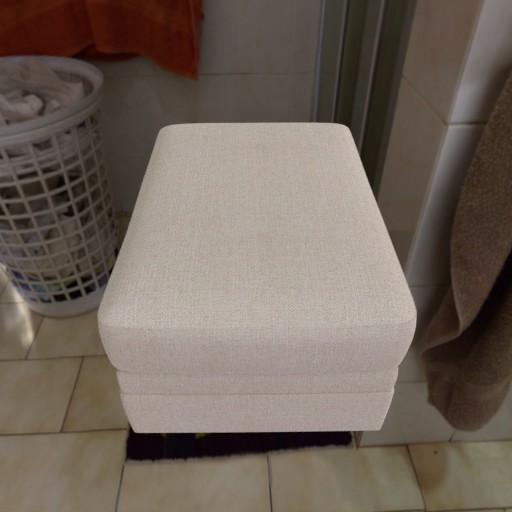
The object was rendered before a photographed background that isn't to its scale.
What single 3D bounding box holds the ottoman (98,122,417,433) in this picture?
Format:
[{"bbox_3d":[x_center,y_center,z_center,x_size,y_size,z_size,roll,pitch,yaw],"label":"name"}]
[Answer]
[{"bbox_3d":[0.000,0.000,1.267,0.637,0.478,0.885,0,41,0],"label":"ottoman"}]
